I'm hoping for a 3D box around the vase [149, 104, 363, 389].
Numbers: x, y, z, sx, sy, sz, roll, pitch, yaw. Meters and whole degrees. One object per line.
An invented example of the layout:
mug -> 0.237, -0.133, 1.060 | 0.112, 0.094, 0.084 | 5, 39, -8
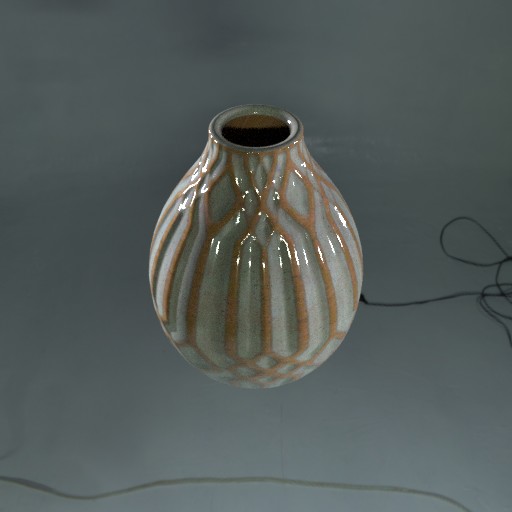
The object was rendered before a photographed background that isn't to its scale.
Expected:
vase -> 0.000, 0.000, 0.269 | 0.131, 0.175, 0.131 | 0, 46, 0
